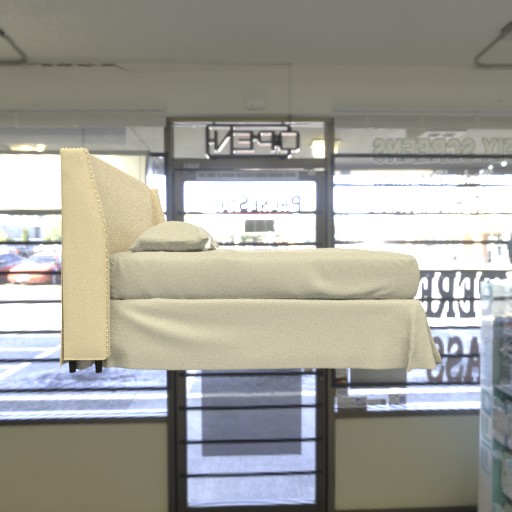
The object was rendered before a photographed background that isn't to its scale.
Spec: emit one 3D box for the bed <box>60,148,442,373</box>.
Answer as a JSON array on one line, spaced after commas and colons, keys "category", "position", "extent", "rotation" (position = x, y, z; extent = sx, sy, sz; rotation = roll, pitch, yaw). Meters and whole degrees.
[{"category": "bed", "position": [0.000, 0.000, 3.492], "extent": [2.276, 1.332, 1.925], "rotation": [0, 1, 0]}]
